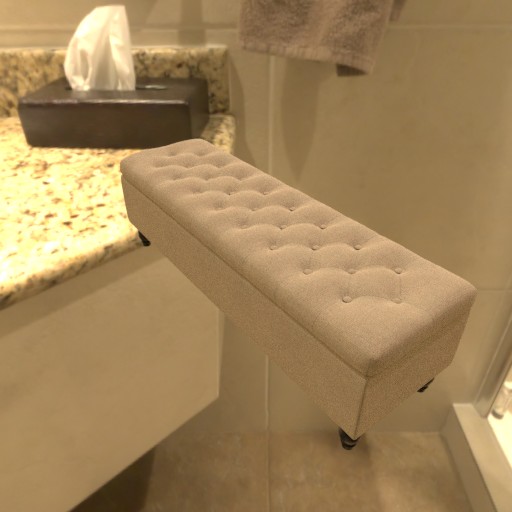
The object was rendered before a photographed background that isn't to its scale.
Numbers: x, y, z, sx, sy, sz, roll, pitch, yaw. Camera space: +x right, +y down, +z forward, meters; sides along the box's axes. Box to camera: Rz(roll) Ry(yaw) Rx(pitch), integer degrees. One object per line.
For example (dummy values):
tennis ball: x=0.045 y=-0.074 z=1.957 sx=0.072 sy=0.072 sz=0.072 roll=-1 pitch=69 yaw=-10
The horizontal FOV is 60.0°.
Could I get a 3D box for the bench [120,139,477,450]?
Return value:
bench: x=0.000 y=0.000 z=1.708 sx=0.455 sy=0.467 sz=1.480 roll=-23 pitch=41 yaw=-30
